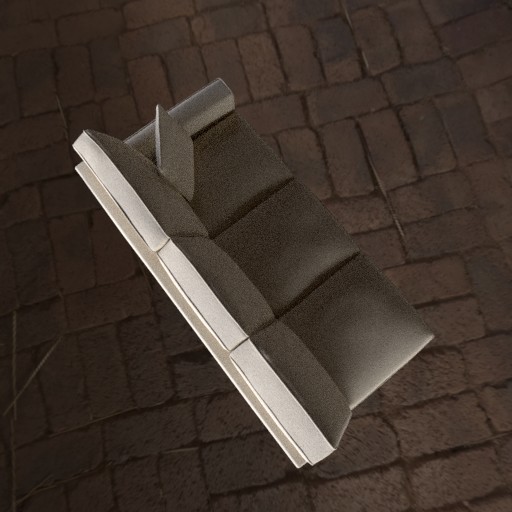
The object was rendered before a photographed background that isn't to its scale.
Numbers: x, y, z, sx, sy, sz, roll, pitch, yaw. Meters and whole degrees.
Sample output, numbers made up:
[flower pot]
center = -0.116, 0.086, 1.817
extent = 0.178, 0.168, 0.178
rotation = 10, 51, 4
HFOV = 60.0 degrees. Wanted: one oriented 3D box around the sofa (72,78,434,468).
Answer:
[sofa]
center = 0.000, 0.000, 2.551
extent = 1.034, 0.946, 1.963
rotation = -37, 78, -9
